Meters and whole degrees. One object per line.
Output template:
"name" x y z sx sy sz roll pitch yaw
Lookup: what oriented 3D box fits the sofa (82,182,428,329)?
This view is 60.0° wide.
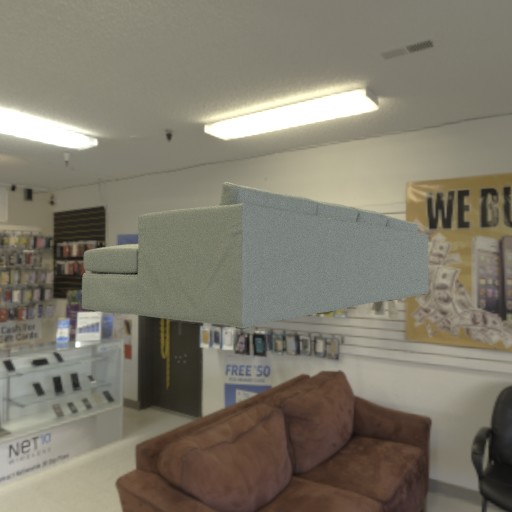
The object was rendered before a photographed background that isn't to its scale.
"sofa" 0.000 0.000 4.520 2.427 0.882 3.460 -1 -1 38
